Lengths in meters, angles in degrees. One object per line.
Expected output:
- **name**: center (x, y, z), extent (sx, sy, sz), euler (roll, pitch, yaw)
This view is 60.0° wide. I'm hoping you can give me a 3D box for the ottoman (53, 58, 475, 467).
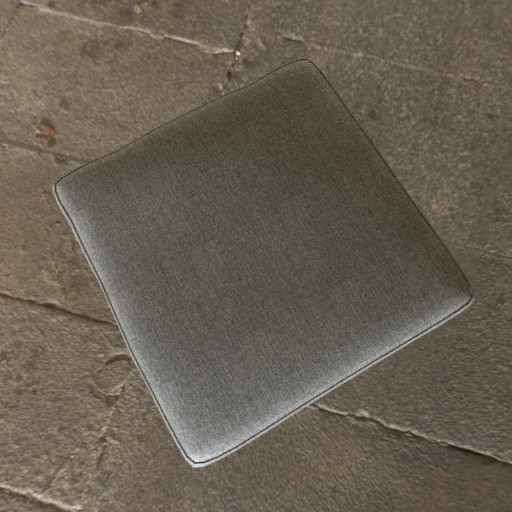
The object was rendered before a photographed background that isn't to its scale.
- **ottoman**: center (0.000, 0.000, 1.316), extent (0.838, 0.481, 0.838), euler (-29, 78, -7)
